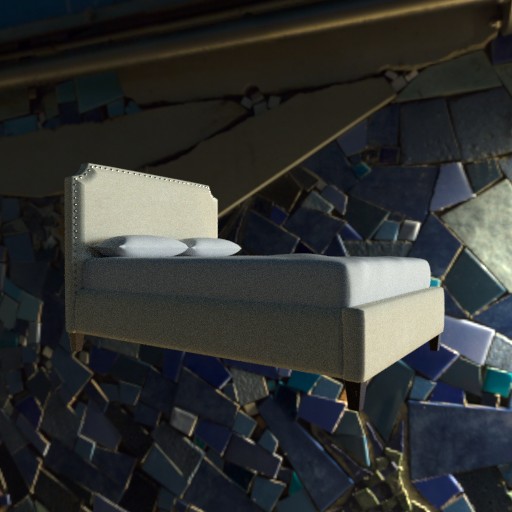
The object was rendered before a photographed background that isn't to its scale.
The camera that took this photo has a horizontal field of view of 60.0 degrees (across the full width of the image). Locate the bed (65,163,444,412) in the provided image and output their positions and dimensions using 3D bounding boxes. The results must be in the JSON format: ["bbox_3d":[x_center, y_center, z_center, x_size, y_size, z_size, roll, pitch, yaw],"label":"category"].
[{"bbox_3d":[0.000,0.000,3.408,2.381,1.457,1.713,0,0,35],"label":"bed"}]
